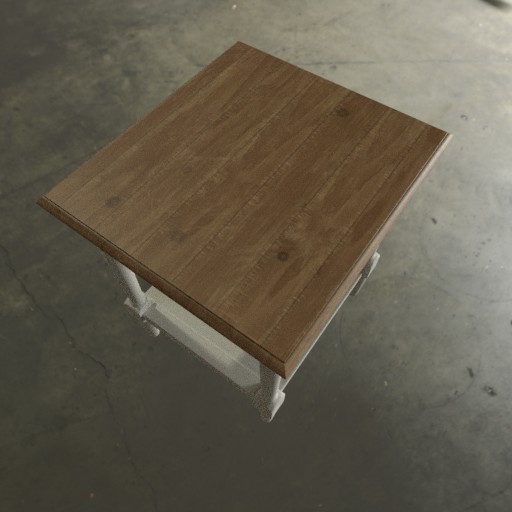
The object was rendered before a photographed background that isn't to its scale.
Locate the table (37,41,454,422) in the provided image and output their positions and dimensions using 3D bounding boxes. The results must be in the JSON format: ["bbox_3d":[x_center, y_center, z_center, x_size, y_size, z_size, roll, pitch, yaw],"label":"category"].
[{"bbox_3d":[0.000,0.000,0.939,0.457,0.561,0.508,32,63,18],"label":"table"}]
